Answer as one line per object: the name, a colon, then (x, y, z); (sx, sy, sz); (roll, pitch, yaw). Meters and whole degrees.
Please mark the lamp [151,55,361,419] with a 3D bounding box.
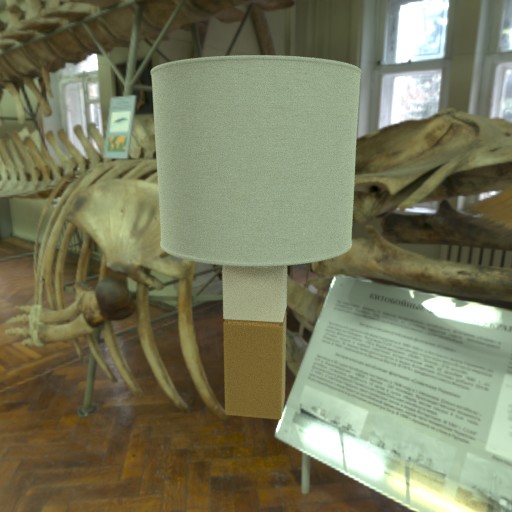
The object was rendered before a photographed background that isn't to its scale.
lamp: (0.000, 0.000, 0.546); (0.229, 0.417, 0.229); (2, 15, 8)
